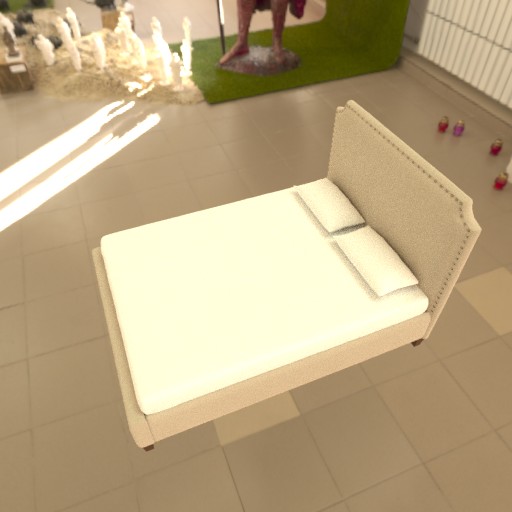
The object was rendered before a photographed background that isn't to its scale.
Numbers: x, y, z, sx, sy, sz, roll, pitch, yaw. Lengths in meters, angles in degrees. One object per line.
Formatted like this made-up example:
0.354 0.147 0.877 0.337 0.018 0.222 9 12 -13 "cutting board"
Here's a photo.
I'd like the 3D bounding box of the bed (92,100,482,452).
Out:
0.000 0.000 3.380 2.372 1.443 1.713 -16 48 -15 "bed"
